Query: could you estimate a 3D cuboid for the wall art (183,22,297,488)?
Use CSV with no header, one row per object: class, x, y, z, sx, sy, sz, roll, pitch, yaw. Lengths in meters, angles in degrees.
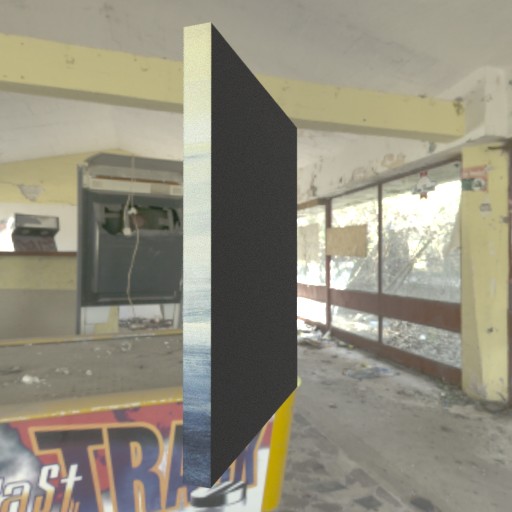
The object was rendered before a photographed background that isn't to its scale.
wall art,0.000,0.000,0.816,0.040,0.608,0.489,0,-1,19
